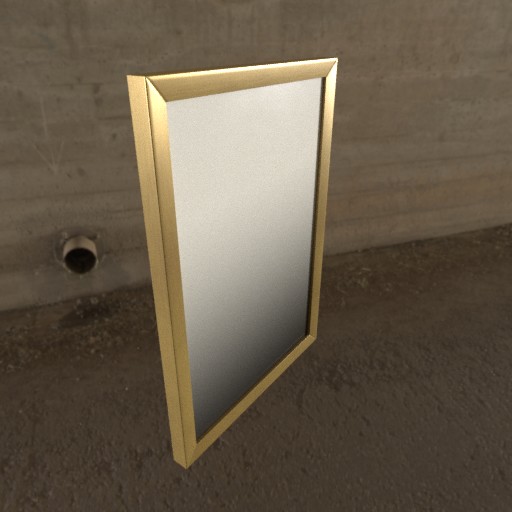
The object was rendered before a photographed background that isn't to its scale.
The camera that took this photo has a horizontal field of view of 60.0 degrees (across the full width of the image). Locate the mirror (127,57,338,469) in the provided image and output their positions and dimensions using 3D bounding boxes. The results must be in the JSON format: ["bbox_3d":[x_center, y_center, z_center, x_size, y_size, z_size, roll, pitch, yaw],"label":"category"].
[{"bbox_3d":[0.000,0.000,0.891,0.040,0.710,0.507,19,32,32],"label":"mirror"}]
